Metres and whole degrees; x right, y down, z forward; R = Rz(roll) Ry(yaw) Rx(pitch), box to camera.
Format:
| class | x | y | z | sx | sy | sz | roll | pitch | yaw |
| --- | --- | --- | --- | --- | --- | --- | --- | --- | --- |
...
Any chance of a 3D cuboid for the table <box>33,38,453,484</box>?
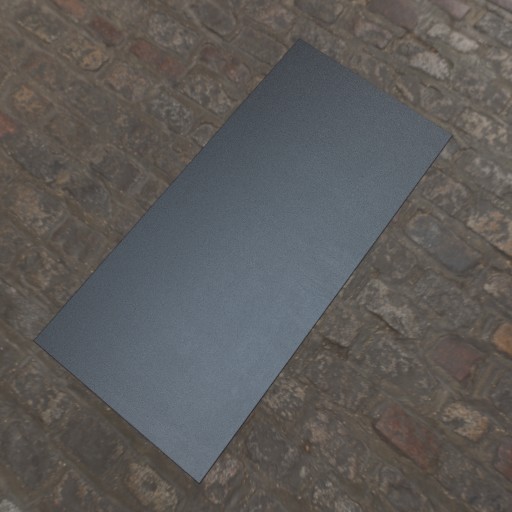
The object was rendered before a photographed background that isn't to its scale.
| class | x | y | z | sx | sy | sz | roll | pitch | yaw |
| --- | --- | --- | --- | --- | --- | --- | --- | --- | --- |
| table | 0.000 | 0.000 | 1.279 | 0.483 | 0.457 | 1.016 | 37 | 78 | 9 |
